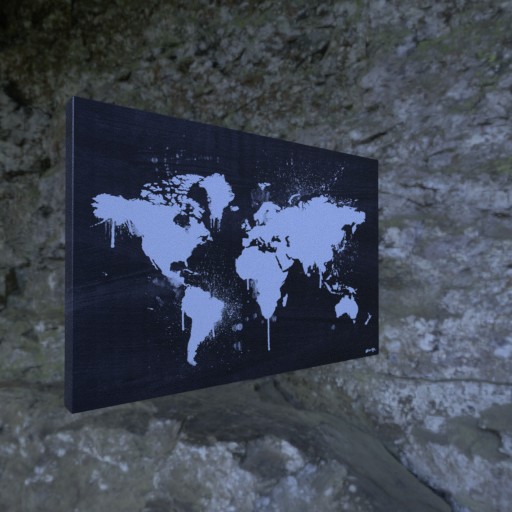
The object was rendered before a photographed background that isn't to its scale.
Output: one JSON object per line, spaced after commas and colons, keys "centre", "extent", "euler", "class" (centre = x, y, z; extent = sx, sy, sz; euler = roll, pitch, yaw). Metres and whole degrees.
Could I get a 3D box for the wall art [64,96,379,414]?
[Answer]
{"centre": [0.000, 0.000, 0.760], "extent": [0.610, 0.409, 0.038], "euler": [0, -1, -36], "class": "wall art"}
